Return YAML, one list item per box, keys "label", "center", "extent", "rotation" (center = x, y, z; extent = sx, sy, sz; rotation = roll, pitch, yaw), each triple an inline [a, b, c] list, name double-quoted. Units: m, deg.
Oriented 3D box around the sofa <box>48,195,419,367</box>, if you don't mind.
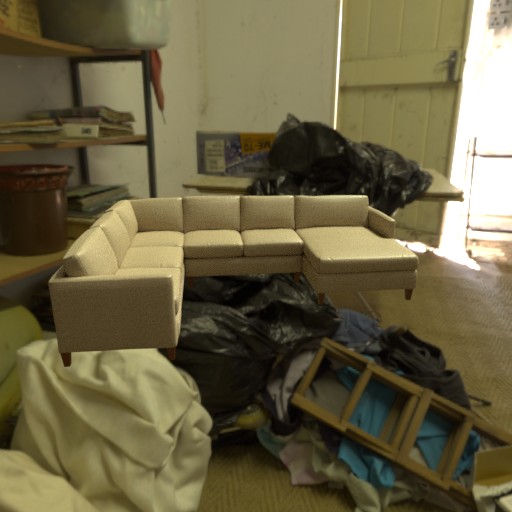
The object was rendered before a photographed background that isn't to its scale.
- label: "sofa"
  center: [0.000, 0.000, 4.760]
  extent: [3.460, 0.961, 2.594]
  rotation: [-2, 18, -7]
